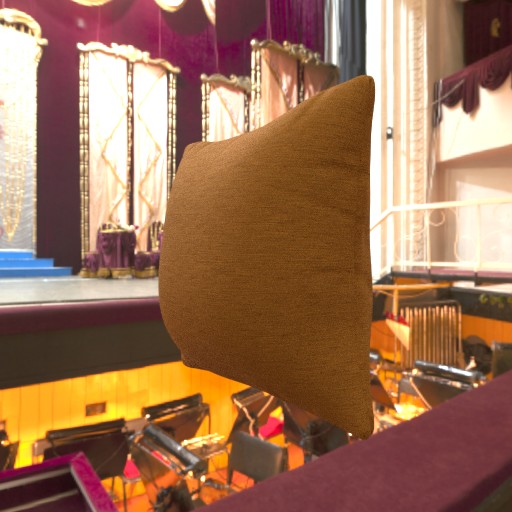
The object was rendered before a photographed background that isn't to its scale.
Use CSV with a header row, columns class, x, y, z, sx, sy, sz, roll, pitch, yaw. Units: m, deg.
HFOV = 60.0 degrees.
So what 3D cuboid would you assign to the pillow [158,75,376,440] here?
class,x,y,z,sx,sy,sz,roll,pitch,yaw
pillow,0.000,0.000,0.671,0.247,0.417,0.435,0,0,-37
